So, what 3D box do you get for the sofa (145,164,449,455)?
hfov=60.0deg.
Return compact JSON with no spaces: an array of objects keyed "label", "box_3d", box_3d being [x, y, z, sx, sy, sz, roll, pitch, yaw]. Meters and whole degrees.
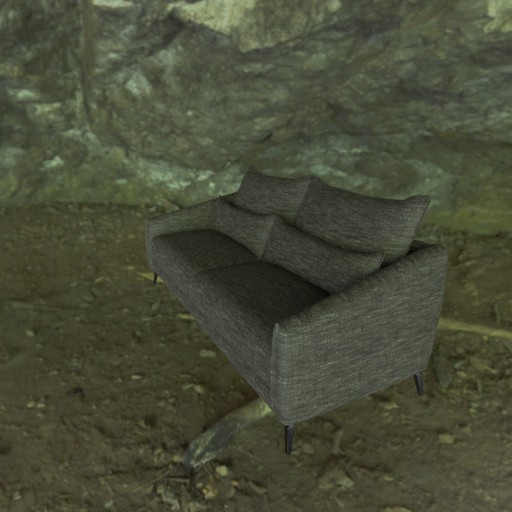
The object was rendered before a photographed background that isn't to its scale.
[{"label":"sofa","box_3d":[0.000,0.000,2.441,0.807,0.843,2.019,-8,18,-25]}]
